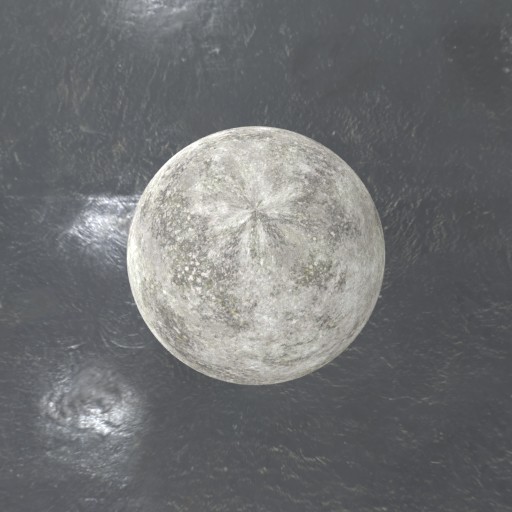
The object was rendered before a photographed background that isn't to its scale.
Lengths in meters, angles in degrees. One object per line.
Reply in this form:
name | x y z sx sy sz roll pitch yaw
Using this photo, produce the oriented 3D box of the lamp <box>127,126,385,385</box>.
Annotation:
lamp | 0.000 0.000 0.754 0.422 0.429 0.422 0 74 0
